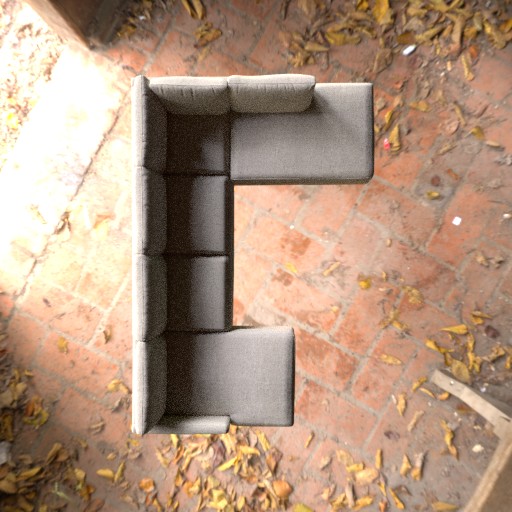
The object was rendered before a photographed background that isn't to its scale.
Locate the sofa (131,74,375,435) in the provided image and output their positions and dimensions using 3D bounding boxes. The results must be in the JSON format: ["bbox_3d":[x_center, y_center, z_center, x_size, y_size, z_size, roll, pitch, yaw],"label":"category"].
[{"bbox_3d":[0.000,0.000,3.502,1.879,0.756,2.737,0,91,0],"label":"sofa"}]
